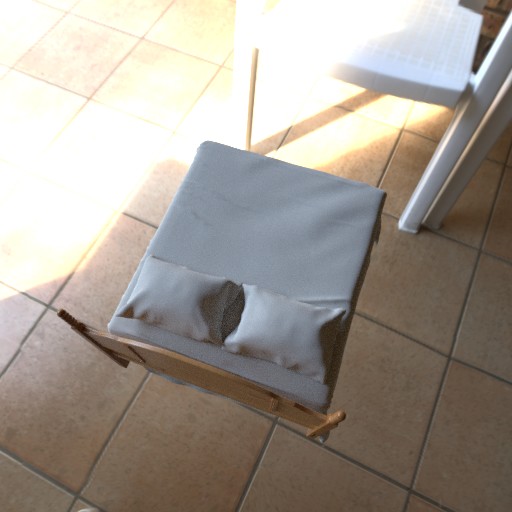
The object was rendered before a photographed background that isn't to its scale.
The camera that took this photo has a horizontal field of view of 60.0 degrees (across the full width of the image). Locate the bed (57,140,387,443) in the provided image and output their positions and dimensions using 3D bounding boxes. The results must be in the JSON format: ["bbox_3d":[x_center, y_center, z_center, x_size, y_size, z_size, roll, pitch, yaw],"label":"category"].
[{"bbox_3d":[0.000,0.000,3.328,1.873,1.356,2.040,18,66,8],"label":"bed"}]
